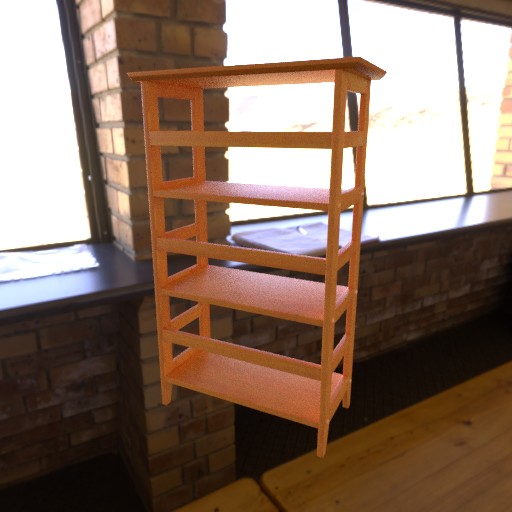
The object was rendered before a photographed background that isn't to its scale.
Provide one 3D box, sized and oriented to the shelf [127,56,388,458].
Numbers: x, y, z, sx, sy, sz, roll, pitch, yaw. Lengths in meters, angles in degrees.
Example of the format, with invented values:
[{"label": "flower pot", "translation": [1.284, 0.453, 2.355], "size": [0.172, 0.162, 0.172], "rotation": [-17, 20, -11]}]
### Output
[{"label": "shelf", "translation": [0.000, 0.000, 1.383], "size": [0.660, 1.067, 0.305], "rotation": [8, 18, 26]}]
